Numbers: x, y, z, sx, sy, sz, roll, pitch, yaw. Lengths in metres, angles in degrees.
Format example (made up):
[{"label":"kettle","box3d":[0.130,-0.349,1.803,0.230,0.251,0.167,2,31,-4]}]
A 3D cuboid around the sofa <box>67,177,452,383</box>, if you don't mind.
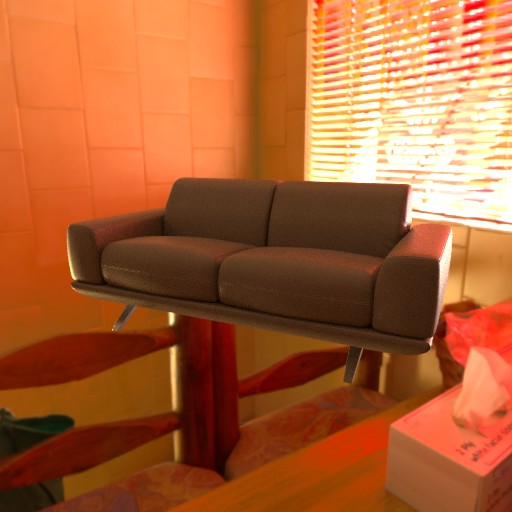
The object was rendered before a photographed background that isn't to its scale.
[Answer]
[{"label":"sofa","box3d":[0.000,0.000,2.397,1.901,0.772,0.900,6,14,25]}]
